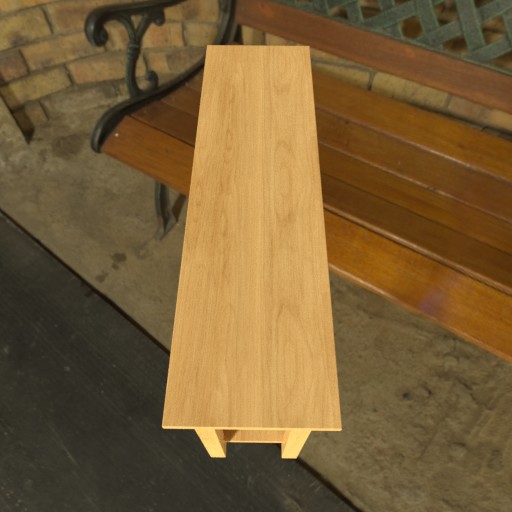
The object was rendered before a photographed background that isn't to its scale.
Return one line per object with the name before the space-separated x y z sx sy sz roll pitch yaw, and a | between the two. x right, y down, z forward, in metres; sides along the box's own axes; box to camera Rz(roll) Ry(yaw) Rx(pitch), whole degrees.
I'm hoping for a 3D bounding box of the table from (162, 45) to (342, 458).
table | 0.000 0.000 1.495 0.350 0.730 1.240 1 58 0
